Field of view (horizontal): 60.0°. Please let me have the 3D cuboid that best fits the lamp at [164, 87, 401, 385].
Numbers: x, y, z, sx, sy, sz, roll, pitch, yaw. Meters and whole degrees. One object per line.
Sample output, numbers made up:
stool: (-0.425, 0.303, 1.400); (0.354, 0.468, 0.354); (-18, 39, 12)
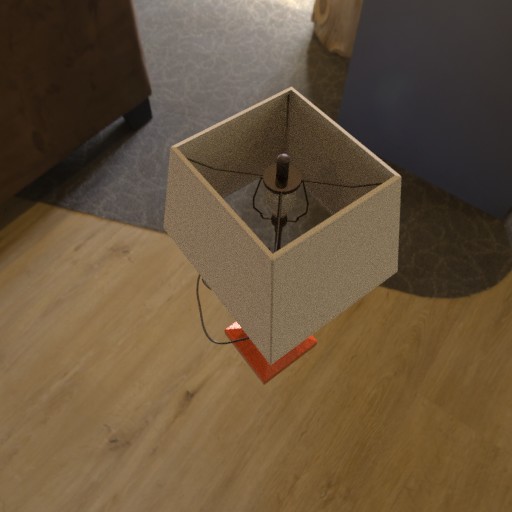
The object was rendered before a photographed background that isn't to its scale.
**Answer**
lamp: (0.000, 0.000, 1.005); (0.310, 0.737, 0.498); (-32, 63, -18)
